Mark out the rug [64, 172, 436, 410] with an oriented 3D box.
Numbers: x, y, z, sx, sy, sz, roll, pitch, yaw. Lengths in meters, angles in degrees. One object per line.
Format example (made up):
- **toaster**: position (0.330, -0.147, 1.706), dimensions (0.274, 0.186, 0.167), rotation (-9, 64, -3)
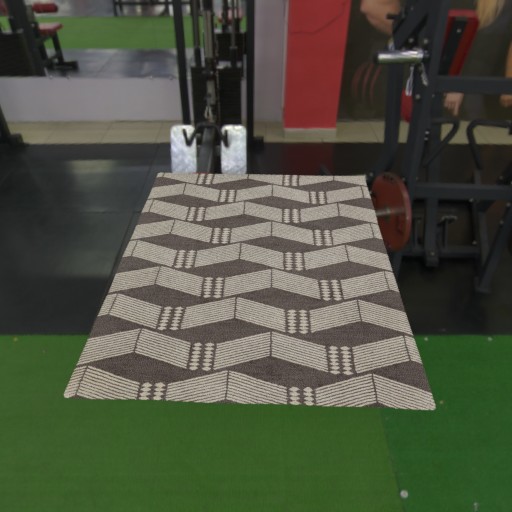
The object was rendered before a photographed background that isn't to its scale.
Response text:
- **rug**: position (0.000, 0.000, 4.062), dimensions (2.438, 0.016, 3.048), rotation (1, 39, 2)
